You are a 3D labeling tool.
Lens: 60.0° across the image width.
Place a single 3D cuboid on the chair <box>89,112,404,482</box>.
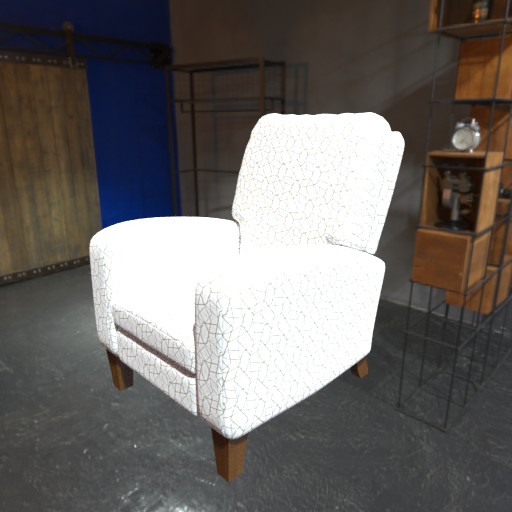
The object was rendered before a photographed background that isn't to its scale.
[{"bbox_3d":[0.000,0.000,1.713,0.995,1.064,0.796,-16,23,-42],"label":"chair"}]
